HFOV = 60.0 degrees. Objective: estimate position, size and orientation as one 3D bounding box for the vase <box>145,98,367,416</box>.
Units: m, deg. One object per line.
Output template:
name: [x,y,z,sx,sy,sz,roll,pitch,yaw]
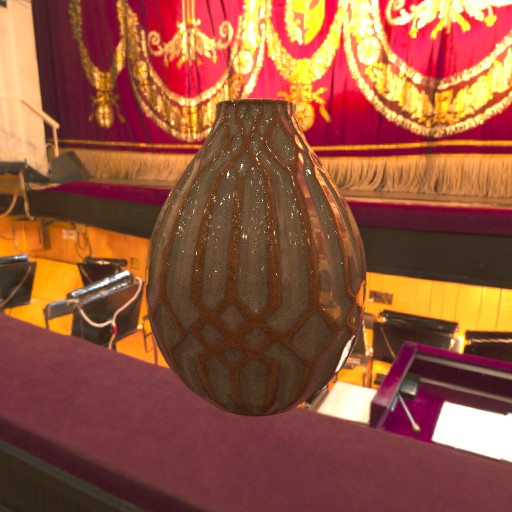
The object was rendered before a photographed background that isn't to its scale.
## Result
vase: [0.000,0.000,0.266,0.131,0.175,0.131,0,13,0]
